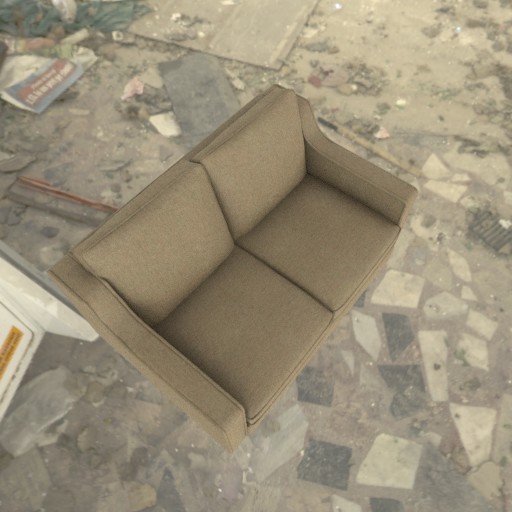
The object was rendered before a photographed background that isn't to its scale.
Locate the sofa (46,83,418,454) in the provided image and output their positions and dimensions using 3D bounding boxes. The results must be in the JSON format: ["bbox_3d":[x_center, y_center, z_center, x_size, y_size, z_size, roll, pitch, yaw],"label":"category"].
[{"bbox_3d":[0.000,0.000,2.211,0.985,0.981,1.503,35,65,19],"label":"sofa"}]
